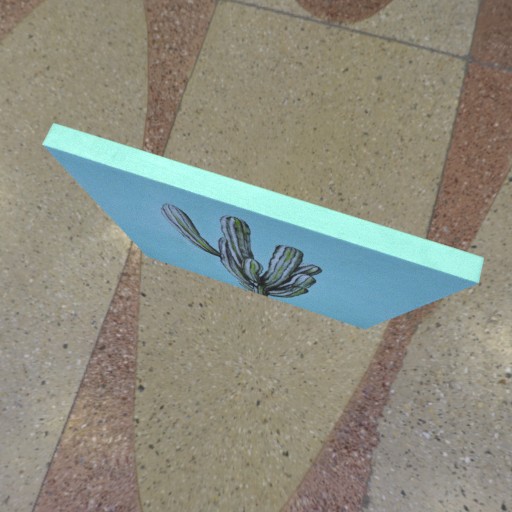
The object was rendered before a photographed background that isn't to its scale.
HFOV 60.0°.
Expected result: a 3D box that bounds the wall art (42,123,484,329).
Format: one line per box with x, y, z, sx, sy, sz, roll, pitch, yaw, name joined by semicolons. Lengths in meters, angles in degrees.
0.000;0.000;1.110;0.765;0.766;0.054;18;76;5;wall art
